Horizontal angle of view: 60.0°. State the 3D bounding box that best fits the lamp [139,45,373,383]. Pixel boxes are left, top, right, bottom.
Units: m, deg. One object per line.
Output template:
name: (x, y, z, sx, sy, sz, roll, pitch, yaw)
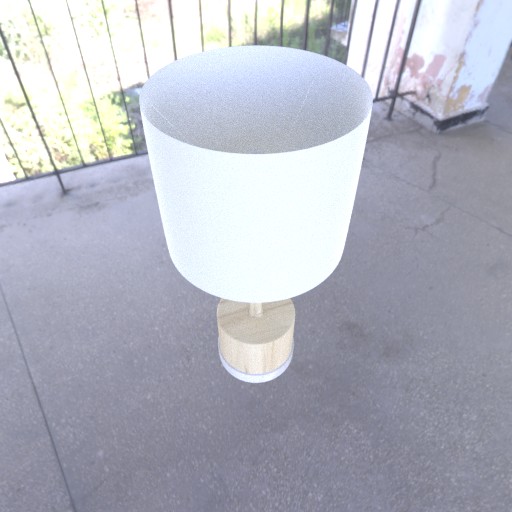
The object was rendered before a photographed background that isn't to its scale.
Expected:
lamp: (0.000, 0.000, 0.605, 0.229, 0.470, 0.229, -16, 48, -15)
